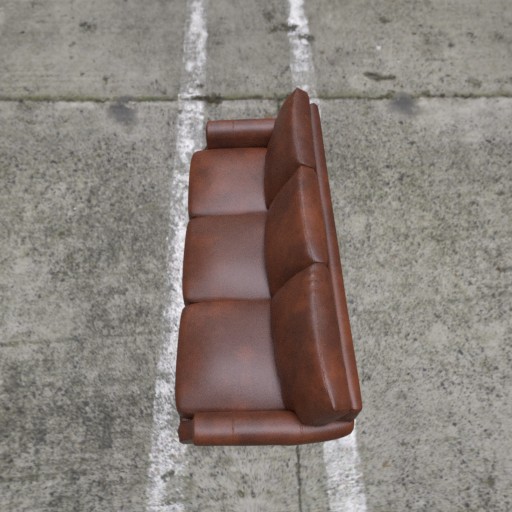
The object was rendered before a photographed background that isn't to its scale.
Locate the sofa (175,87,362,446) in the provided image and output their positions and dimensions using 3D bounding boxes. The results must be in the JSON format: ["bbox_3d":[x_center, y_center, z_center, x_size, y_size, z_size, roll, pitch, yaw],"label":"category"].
[{"bbox_3d":[0.000,0.000,2.916,0.973,0.977,2.351,-1,58,-1],"label":"sofa"}]
